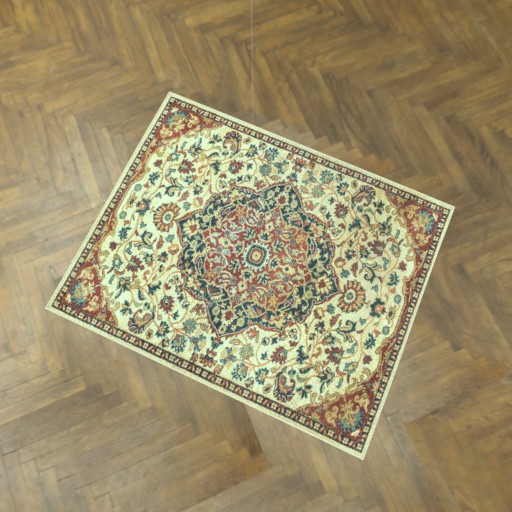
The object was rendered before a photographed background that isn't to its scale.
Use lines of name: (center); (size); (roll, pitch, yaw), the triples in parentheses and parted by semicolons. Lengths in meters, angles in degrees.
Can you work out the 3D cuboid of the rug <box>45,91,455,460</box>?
rug: (0.000, 0.000, 4.112); (3.067, 0.005, 2.454); (24, 77, 6)
